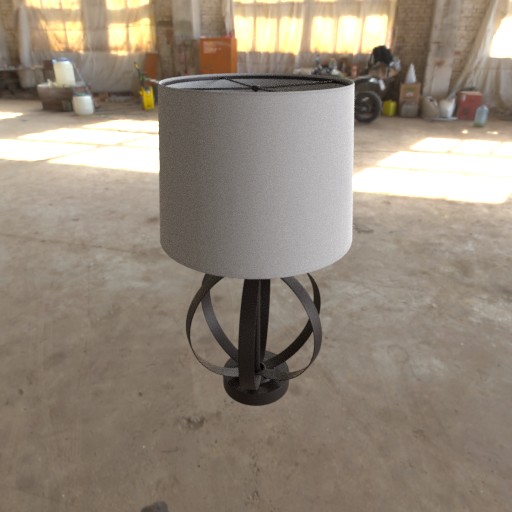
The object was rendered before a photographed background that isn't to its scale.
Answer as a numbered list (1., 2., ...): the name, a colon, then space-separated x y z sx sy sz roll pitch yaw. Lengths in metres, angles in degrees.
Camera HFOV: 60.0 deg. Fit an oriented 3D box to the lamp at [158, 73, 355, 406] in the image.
1. lamp: 0.000 0.000 0.692 0.286 0.510 0.286 0 27 0
